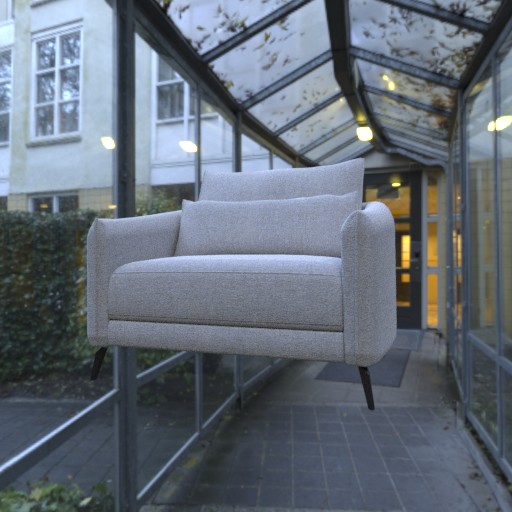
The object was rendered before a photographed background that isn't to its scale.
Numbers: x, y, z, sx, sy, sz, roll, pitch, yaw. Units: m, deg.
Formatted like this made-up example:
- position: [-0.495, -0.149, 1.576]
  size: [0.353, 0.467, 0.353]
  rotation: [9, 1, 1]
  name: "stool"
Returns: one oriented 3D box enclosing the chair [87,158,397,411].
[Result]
- position: [0.000, 0.000, 1.704]
  size: [1.029, 0.856, 0.801]
  rotation: [0, 0, 18]
  name: "chair"
